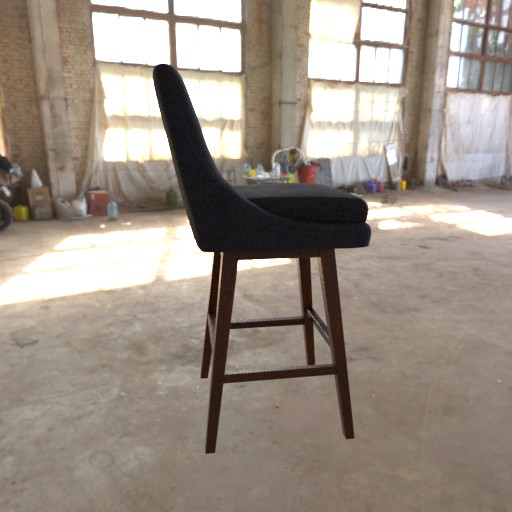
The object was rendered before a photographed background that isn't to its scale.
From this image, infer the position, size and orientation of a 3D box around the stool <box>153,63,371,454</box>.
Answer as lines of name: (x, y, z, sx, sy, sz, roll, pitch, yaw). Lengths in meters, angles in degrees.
stool: (0.000, 0.000, 1.404, 0.572, 1.068, 0.489, -2, 15, -8)
